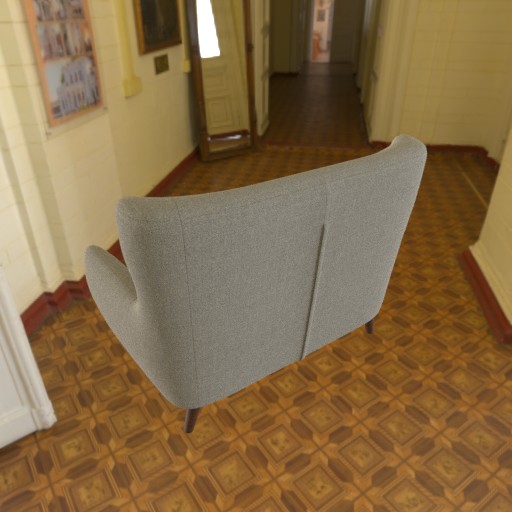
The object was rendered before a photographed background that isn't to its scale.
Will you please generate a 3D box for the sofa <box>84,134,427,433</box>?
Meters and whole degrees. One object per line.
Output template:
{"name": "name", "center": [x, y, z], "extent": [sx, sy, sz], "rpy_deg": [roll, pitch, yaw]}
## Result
{"name": "sofa", "center": [0.000, 0.000, 2.047], "extent": [1.386, 1.028, 0.884], "rpy_deg": [-19, 35, -30]}
